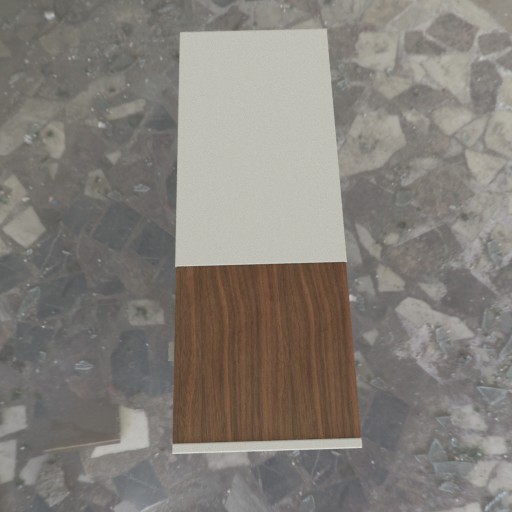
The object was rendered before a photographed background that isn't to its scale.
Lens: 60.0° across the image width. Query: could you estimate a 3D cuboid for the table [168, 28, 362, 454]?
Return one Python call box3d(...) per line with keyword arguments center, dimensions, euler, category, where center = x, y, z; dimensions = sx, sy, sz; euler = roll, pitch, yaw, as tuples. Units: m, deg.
box3d(center=(0.000, 0.000, 1.448), dimensions=(0.418, 0.785, 1.066), euler=(-2, 74, 0), category="table")
